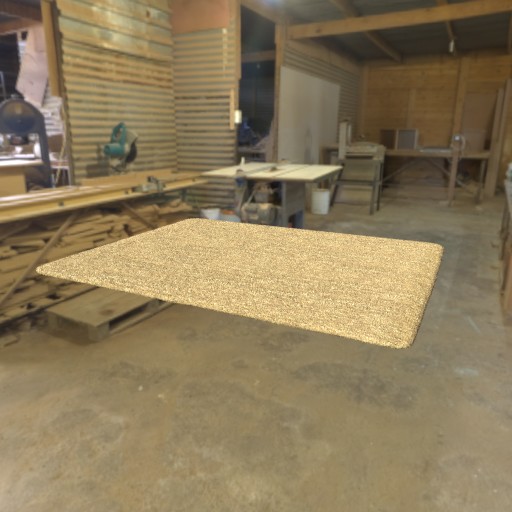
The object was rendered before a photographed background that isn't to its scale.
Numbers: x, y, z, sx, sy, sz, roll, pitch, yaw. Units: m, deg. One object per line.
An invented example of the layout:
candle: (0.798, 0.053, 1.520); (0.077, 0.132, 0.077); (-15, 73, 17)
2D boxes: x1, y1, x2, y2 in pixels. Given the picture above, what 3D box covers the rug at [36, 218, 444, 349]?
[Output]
rug: (0.000, 0.000, 3.791); (2.873, 0.050, 2.242); (8, 18, 25)
